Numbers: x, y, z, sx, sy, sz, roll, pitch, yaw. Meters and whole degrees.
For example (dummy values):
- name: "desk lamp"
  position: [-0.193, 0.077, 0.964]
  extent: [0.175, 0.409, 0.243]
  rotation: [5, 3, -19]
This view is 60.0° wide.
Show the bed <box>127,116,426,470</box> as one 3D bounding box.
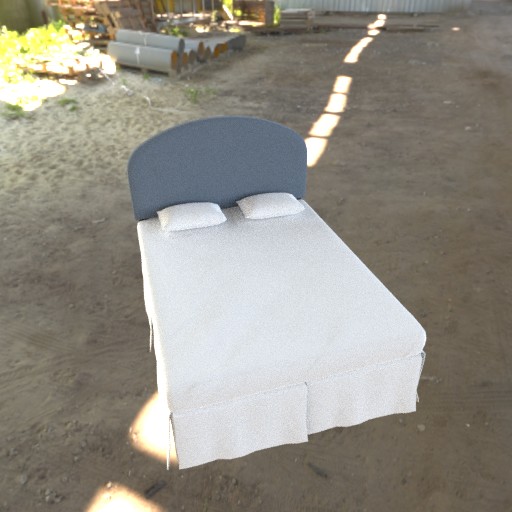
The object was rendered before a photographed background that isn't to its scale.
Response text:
- name: "bed"
  position: [0.000, 0.000, 3.054]
  extent: [1.607, 1.410, 2.005]
  rotation: [-9, 33, -14]
